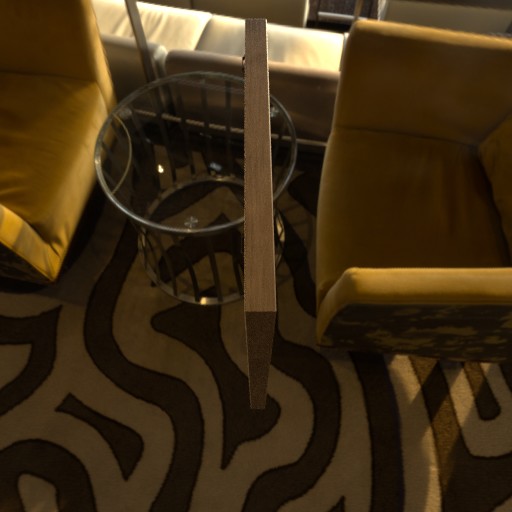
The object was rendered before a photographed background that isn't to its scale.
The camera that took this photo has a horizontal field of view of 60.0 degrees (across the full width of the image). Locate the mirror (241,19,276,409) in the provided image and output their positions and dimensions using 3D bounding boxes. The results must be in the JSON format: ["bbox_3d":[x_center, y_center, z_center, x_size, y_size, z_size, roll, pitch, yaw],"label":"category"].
[{"bbox_3d":[0.000,0.000,0.925,0.040,0.710,0.507,-1,63,0],"label":"mirror"}]
